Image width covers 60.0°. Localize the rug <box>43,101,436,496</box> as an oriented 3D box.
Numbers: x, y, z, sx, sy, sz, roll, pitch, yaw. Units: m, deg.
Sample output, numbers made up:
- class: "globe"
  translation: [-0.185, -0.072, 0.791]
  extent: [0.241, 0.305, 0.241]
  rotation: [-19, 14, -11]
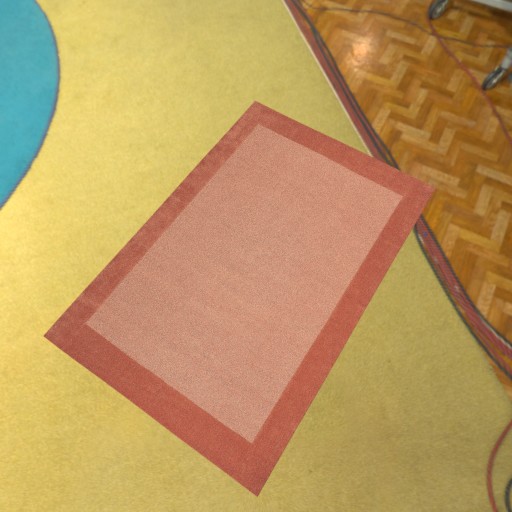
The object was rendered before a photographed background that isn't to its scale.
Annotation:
- class: "rug"
  translation: [0.000, 0.000, 2.299]
  extent: [1.219, 0.014, 1.829]
  rotation: [30, 67, 14]
